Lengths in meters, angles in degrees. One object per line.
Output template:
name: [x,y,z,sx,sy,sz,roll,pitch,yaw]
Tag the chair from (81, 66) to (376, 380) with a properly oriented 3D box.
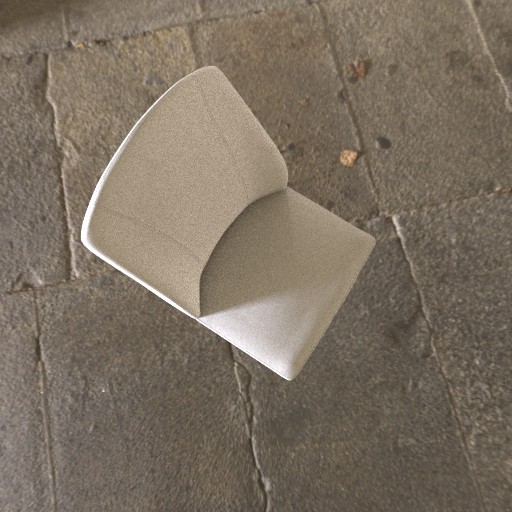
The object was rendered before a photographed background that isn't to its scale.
chair: [0.000,0.000,1.223,0.540,0.893,0.472,32,79,7]
